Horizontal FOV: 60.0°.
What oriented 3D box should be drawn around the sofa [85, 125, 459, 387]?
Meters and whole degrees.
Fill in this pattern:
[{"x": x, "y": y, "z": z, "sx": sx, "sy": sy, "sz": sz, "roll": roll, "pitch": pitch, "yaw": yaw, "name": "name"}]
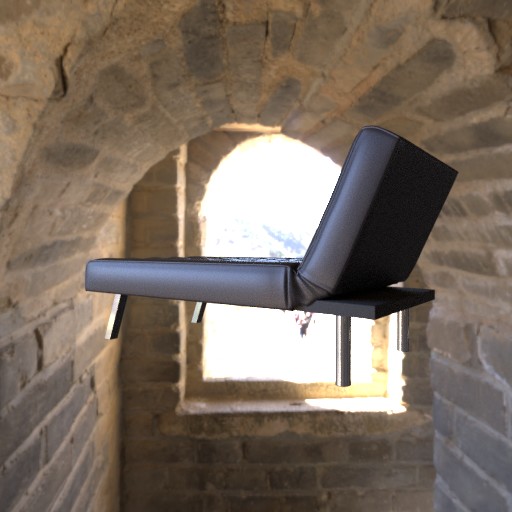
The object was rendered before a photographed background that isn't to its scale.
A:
[{"x": 0.000, "y": 0.000, "z": 2.017, "sx": 1.560, "sy": 0.820, "sz": 0.760, "roll": 1, "pitch": 1, "yaw": 36, "name": "sofa"}]
